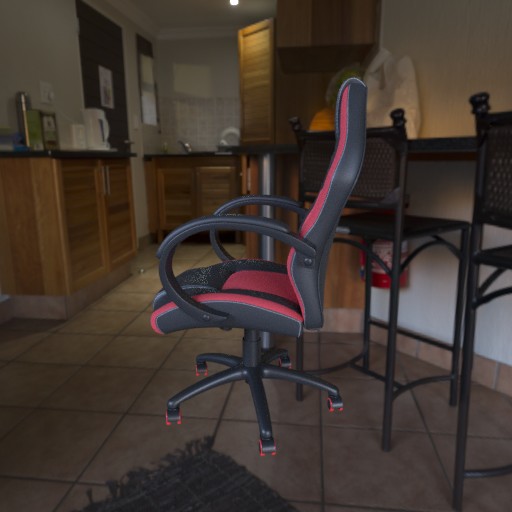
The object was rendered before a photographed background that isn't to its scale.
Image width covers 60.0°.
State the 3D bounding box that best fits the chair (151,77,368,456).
[{"bbox_3d":[0.000,0.000,1.624,0.724,1.187,0.673,2,14,9],"label":"chair"}]
